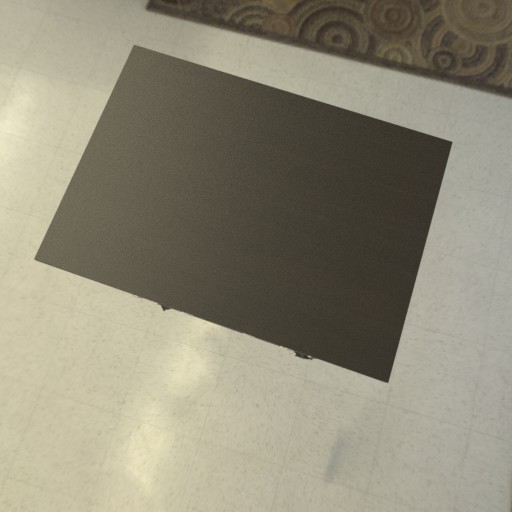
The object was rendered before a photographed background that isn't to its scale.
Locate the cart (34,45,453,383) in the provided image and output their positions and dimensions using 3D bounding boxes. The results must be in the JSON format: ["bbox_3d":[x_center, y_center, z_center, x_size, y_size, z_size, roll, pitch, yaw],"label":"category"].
[{"bbox_3d":[0.000,0.000,1.221,0.660,0.879,0.456,19,78,4],"label":"cart"}]
